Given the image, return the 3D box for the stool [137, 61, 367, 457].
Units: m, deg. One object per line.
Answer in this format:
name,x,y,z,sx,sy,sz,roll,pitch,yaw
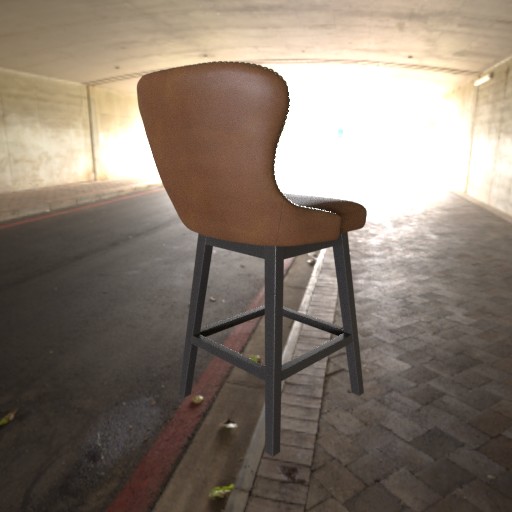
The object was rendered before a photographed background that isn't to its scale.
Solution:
stool,0.000,0.000,1.303,0.593,0.971,0.528,-14,20,-43
